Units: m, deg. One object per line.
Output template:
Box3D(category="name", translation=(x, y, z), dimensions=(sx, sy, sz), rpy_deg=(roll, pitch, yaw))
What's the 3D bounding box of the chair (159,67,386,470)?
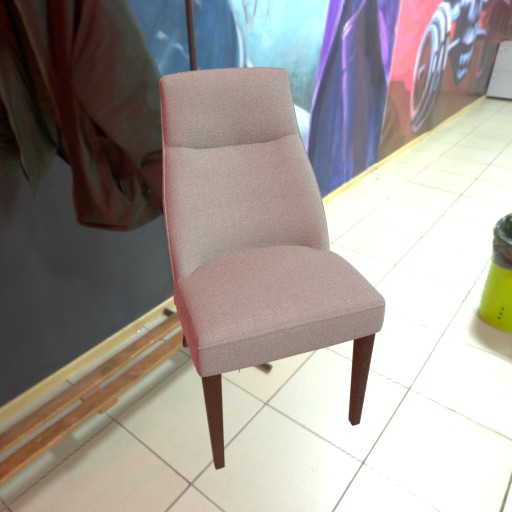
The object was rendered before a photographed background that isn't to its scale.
Box3D(category="chair", translation=(0.000, 0.000, 1.280), dimensions=(0.500, 0.930, 0.620), rpy_deg=(-11, 34, -16))
